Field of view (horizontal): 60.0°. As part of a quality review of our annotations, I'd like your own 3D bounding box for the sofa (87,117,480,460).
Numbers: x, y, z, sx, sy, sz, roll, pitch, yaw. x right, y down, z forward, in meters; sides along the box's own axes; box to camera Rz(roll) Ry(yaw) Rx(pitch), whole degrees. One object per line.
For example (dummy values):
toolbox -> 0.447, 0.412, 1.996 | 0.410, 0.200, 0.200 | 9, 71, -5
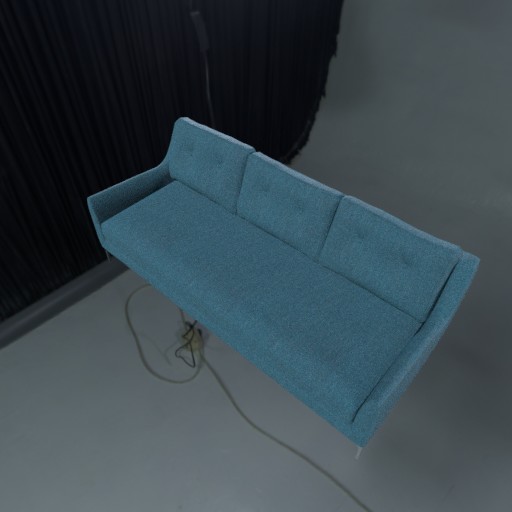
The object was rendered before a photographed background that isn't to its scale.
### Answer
sofa -> 0.000, 0.000, 2.525 | 2.060, 0.837, 0.849 | 32, 53, 28
